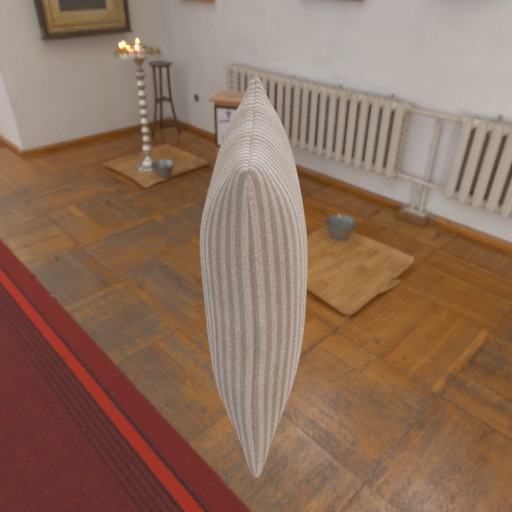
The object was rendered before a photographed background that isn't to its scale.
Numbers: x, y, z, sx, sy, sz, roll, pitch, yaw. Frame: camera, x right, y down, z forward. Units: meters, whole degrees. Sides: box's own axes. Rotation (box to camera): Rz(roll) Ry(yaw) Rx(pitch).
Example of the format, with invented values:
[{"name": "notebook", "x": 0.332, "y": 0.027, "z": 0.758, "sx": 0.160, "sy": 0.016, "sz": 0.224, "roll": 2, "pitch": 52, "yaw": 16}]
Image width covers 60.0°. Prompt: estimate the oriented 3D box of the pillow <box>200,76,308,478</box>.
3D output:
[{"name": "pillow", "x": 0.000, "y": 0.000, "z": 0.785, "sx": 0.166, "sy": 0.510, "sz": 0.523, "roll": 0, "pitch": 32, "yaw": 1}]
